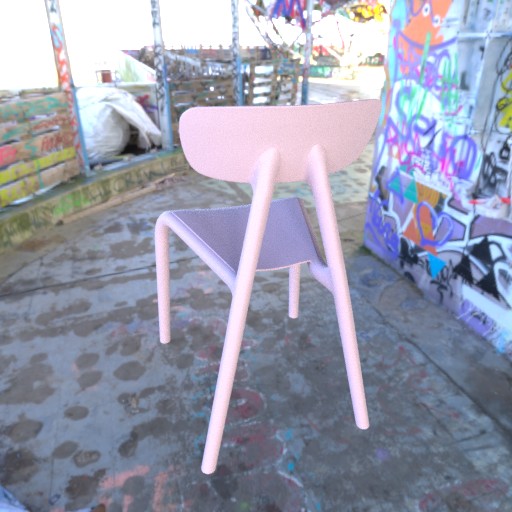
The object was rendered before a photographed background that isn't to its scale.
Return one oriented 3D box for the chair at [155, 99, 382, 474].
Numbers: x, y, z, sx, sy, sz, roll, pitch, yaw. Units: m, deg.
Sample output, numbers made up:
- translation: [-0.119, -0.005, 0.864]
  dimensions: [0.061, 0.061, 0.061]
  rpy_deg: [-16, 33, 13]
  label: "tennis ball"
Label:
- translation: [0.000, 0.000, 0.823]
  dimensions: [0.356, 0.580, 0.401]
  rpy_deg: [-8, 27, -17]
  label: "chair"
